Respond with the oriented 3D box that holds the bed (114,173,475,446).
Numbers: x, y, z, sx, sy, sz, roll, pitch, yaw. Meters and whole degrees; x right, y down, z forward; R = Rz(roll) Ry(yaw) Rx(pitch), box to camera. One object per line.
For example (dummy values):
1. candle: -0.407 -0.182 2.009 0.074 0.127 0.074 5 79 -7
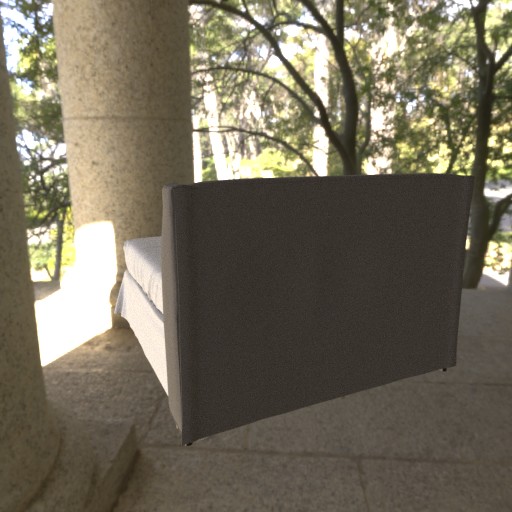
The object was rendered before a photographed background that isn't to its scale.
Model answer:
1. bed: 0.000 0.000 3.432 1.925 1.332 2.276 -6 15 -25
